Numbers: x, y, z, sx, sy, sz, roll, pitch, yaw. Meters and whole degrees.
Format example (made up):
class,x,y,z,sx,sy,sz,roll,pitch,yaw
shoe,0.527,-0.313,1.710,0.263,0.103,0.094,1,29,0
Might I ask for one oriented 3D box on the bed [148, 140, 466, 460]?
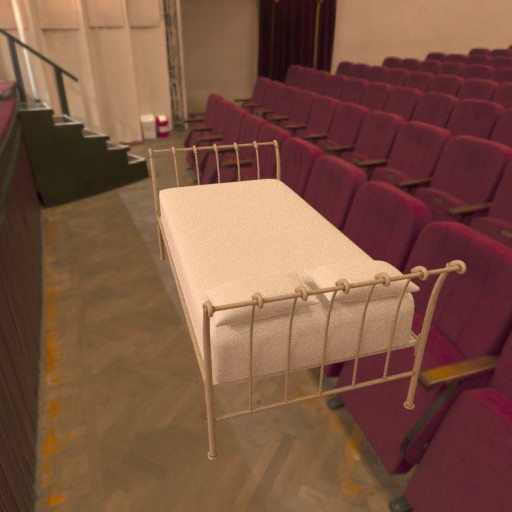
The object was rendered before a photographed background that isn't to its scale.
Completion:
class,x,y,z,sx,sy,sz,roll,pitch,yaw
bed,0.000,0.000,2.690,1.032,0.873,2.228,-8,28,-15
